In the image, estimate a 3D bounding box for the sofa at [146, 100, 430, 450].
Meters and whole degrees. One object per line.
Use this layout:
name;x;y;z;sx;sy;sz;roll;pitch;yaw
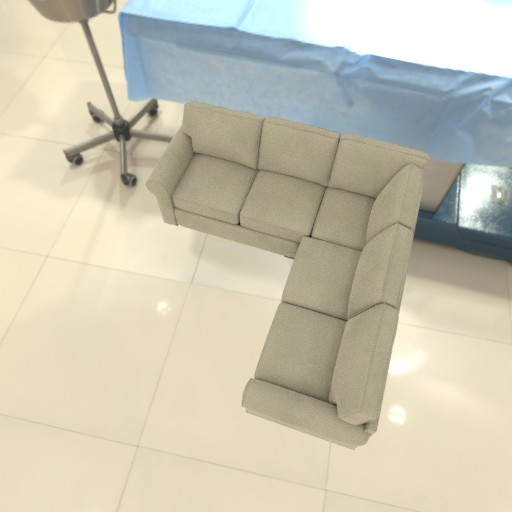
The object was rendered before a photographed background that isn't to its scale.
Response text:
sofa;0.000;0.000;3.932;2.487;1.053;2.562;16;60;10
